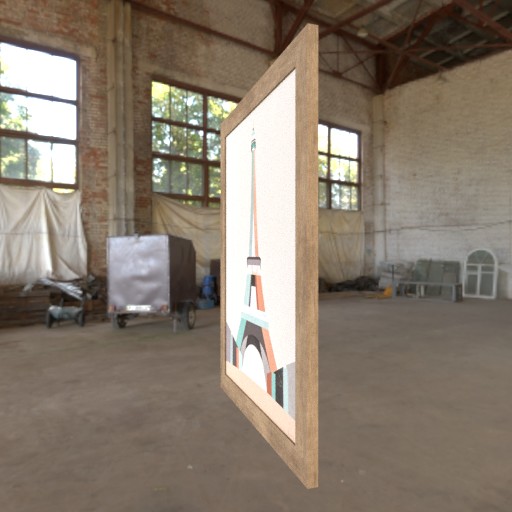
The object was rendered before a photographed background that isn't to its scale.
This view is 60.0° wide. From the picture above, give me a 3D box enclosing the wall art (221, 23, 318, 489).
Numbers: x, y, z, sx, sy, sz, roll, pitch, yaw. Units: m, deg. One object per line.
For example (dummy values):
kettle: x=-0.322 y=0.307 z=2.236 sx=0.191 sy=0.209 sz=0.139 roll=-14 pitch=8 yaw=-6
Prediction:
wall art: x=0.000 y=0.000 z=0.909 sx=0.018 sy=0.686 sz=0.534 roll=0 pitch=0 yaw=-18
